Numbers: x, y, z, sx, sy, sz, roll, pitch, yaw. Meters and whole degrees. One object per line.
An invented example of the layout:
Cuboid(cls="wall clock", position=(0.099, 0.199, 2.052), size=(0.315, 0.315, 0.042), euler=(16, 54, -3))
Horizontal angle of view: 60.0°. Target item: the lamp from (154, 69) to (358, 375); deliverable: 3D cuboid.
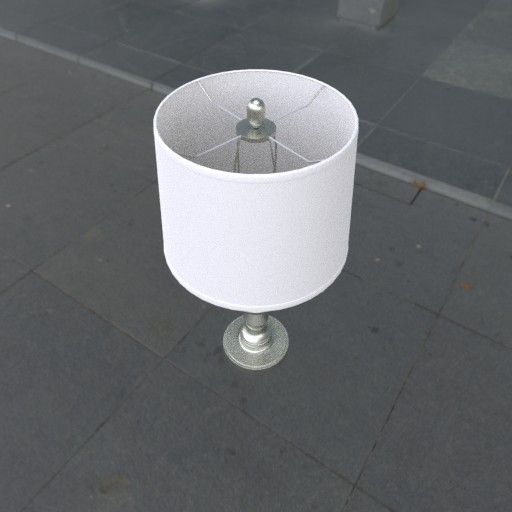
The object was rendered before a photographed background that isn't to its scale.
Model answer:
Cuboid(cls="lamp", position=(0.000, 0.000, 0.973), size=(0.383, 0.733, 0.383), euler=(0, 47, 0))
